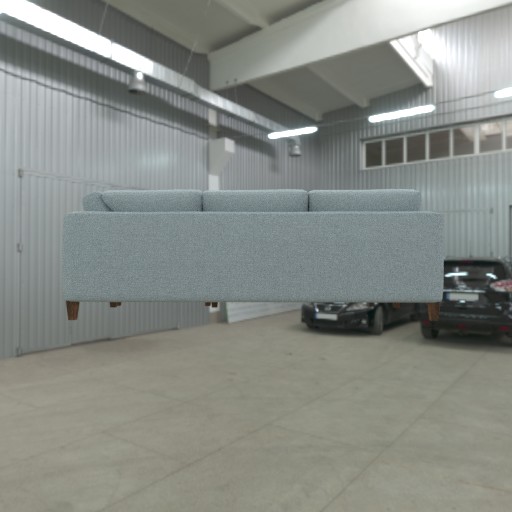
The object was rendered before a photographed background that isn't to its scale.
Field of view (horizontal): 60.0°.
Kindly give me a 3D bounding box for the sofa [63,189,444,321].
[{"bbox_3d":[0.000,0.000,4.581,2.551,0.889,3.403,0,-1,1],"label":"sofa"}]
